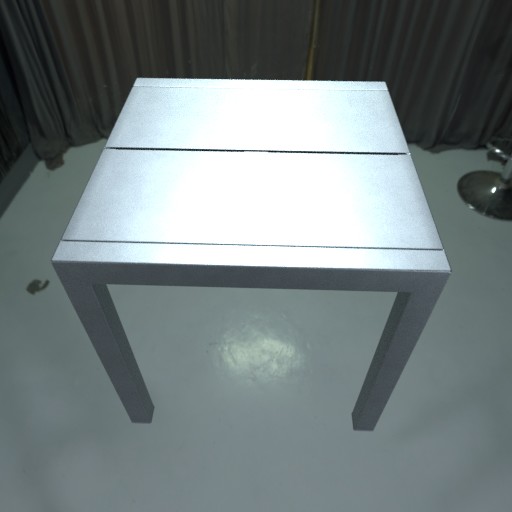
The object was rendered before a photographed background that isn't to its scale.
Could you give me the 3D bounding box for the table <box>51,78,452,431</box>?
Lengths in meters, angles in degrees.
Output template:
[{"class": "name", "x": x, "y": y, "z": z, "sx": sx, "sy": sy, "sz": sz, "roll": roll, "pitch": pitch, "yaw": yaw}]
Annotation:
[{"class": "table", "x": 0.000, "y": 0.000, "z": 0.913, "sx": 0.508, "sy": 0.508, "sz": 0.508, "roll": 1, "pitch": 47, "yaw": 1}]
